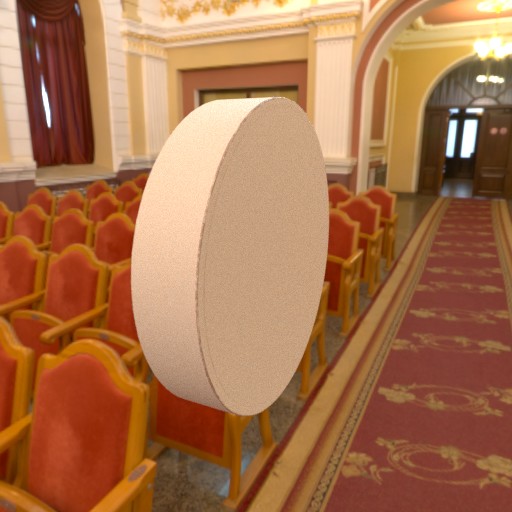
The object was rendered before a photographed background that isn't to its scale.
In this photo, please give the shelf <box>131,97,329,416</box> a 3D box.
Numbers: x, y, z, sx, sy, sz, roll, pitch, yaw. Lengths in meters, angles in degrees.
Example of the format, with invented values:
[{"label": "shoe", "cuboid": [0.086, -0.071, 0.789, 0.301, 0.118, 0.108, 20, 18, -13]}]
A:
[{"label": "shelf", "cuboid": [0.000, 0.000, 1.202, 0.158, 0.807, 0.806, 7, 16, 26]}]
